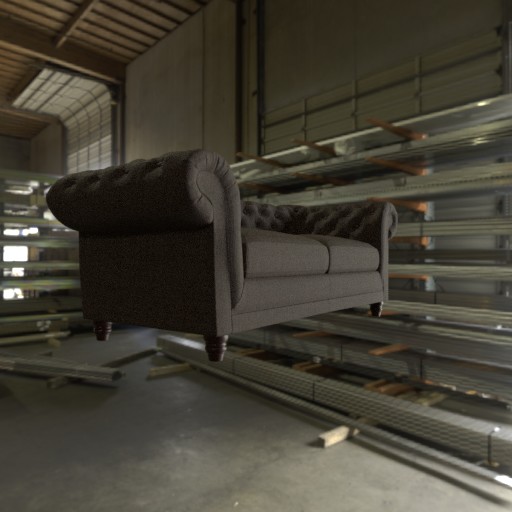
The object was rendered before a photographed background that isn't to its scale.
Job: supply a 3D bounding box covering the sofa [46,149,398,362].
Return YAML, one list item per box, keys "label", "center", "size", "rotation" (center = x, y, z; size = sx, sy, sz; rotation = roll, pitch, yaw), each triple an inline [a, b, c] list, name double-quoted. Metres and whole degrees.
- label: "sofa"
  center: [0.000, 0.000, 2.503]
  size: [0.944, 0.780, 2.048]
  rotation: [0, 0, 36]
